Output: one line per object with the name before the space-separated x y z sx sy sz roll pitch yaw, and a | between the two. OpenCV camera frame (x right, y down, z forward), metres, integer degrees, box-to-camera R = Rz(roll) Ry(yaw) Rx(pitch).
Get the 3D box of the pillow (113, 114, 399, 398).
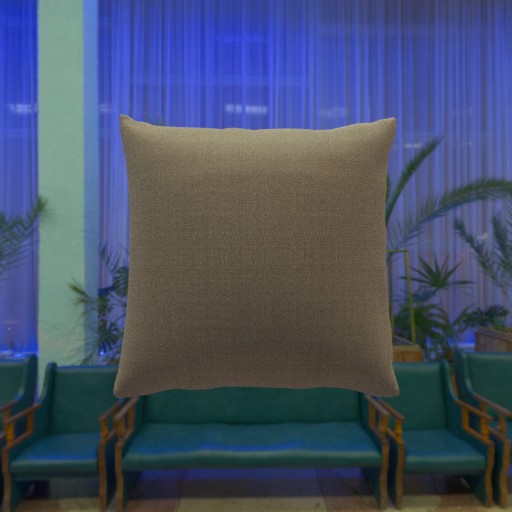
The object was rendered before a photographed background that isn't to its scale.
pillow | 0.000 0.000 0.813 0.521 0.519 0.215 0 0 0
